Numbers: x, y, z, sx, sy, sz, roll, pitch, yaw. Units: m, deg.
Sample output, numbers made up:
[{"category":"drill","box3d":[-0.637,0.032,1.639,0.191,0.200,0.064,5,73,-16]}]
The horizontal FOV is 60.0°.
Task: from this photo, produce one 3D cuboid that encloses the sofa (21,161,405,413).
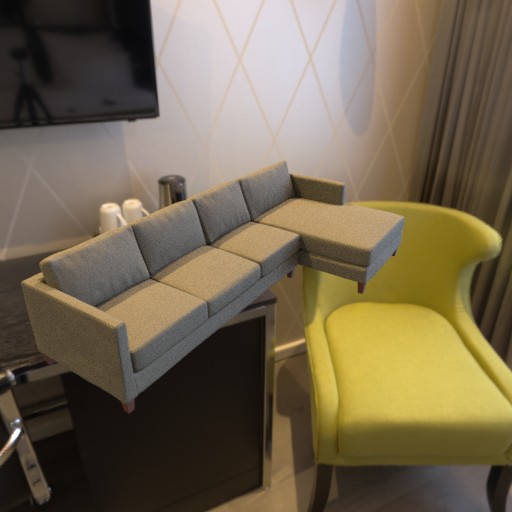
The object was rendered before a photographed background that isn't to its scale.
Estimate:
[{"category":"sofa","box3d":[0.000,0.000,3.790,1.625,0.861,3.186,17,31,30]}]
